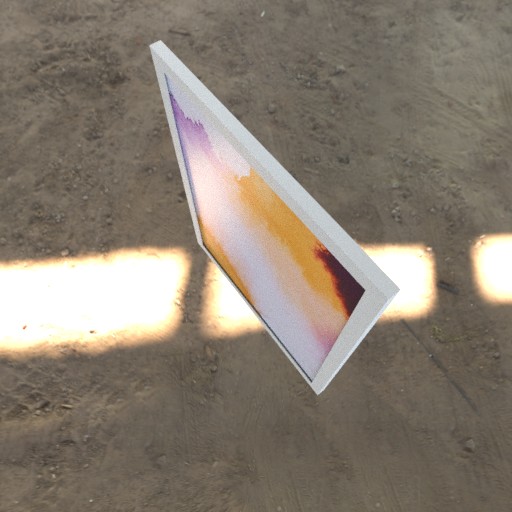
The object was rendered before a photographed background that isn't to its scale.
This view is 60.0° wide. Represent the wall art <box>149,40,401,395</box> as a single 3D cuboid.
[{"bbox_3d":[0.000,0.000,1.114,0.026,0.811,0.661,-34,68,-16],"label":"wall art"}]
